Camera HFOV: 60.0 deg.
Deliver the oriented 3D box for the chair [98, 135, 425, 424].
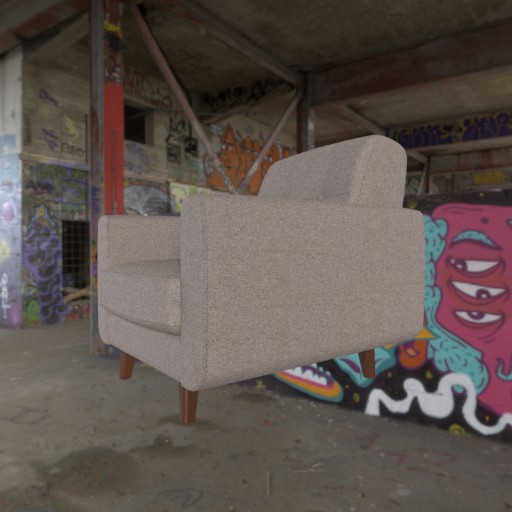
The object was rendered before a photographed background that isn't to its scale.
[{"bbox_3d":[0.000,0.000,1.545,0.907,0.839,0.831,0,0,-35],"label":"chair"}]
